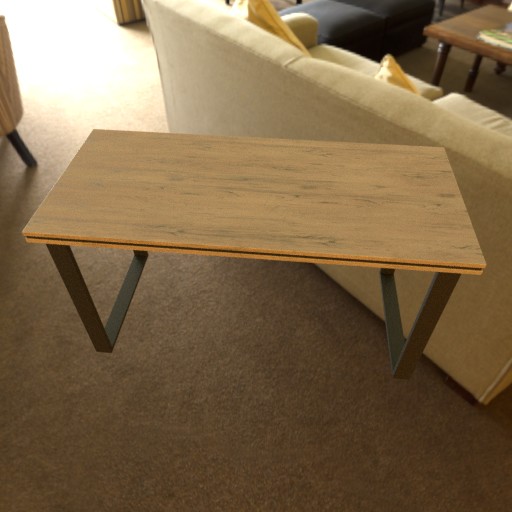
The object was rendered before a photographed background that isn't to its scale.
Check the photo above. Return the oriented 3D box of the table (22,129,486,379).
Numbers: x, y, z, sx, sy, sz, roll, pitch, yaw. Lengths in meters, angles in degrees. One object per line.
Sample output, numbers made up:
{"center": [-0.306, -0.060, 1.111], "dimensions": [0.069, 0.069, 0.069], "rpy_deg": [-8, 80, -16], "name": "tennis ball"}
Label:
{"center": [0.000, 0.000, 2.284], "dimensions": [1.778, 0.899, 0.795], "rpy_deg": [4, 46, 4], "name": "table"}
